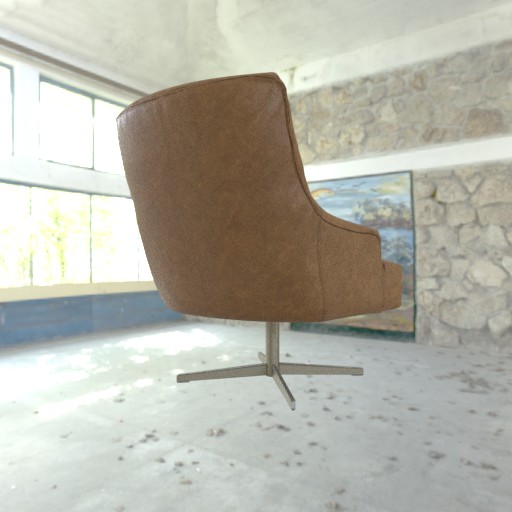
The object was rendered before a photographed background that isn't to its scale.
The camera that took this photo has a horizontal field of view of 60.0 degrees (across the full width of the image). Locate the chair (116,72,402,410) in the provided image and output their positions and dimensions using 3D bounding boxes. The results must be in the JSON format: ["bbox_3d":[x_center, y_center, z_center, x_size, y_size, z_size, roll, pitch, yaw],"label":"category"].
[{"bbox_3d":[0.000,0.000,1.495,0.729,0.869,0.874,0,-1,37],"label":"chair"}]
